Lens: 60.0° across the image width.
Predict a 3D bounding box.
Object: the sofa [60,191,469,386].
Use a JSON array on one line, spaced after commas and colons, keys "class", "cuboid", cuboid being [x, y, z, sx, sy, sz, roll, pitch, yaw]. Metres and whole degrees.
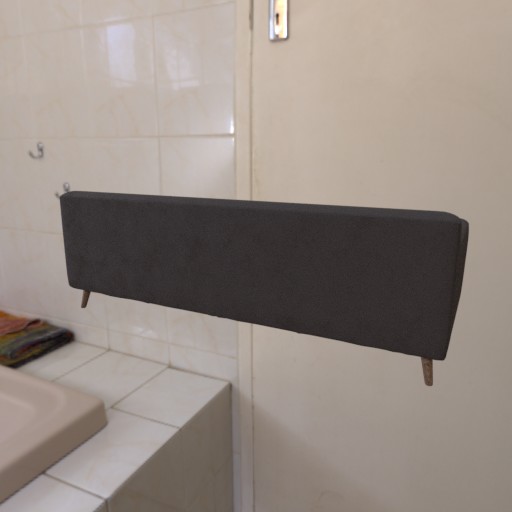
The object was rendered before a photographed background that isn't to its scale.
[{"class": "sofa", "cuboid": [0.000, 0.000, 2.595, 2.190, 0.740, 0.900, 7, 15, 27]}]
